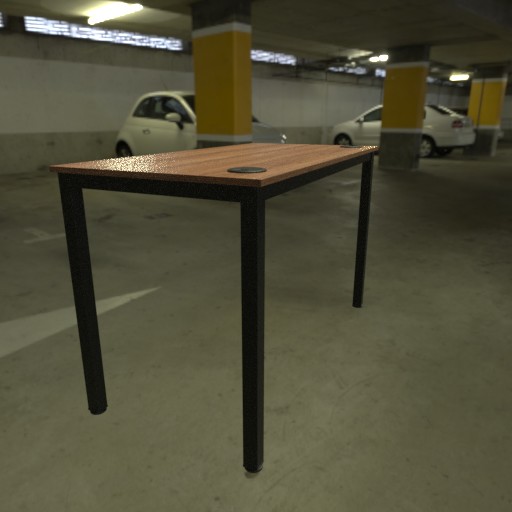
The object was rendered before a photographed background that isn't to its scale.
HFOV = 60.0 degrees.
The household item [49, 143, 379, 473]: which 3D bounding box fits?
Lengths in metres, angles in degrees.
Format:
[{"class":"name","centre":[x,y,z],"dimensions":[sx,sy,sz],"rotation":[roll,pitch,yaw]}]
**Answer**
[{"class":"household item","centre":[0.000,0.000,1.636],"dimensions":[0.600,0.750,1.200],"rotation":[8,19,24]}]
